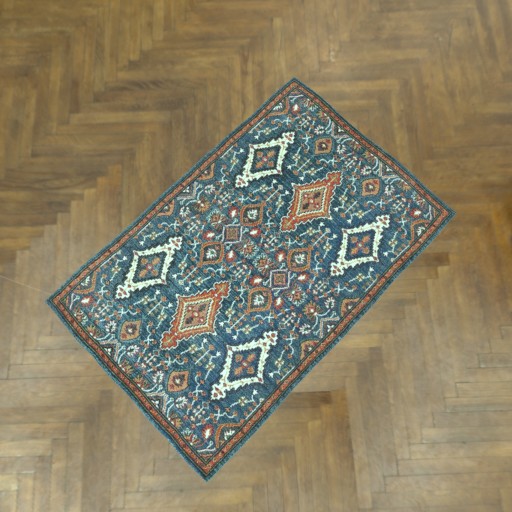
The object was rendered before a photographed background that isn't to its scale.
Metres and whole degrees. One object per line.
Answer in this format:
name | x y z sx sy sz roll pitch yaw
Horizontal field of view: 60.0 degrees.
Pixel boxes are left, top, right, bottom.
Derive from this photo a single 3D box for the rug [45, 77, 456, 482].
rug | 0.000 0.000 2.288 1.195 0.014 1.847 44 80 10
